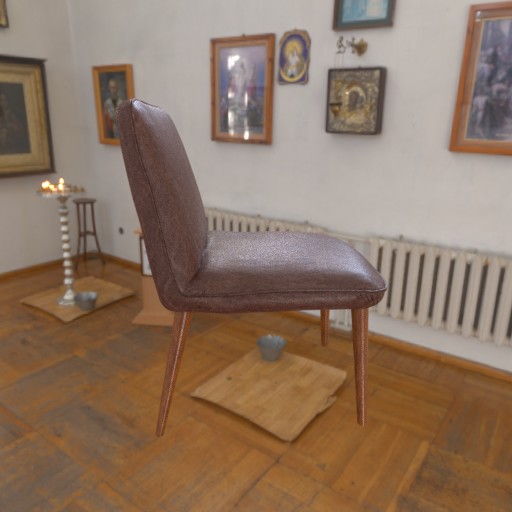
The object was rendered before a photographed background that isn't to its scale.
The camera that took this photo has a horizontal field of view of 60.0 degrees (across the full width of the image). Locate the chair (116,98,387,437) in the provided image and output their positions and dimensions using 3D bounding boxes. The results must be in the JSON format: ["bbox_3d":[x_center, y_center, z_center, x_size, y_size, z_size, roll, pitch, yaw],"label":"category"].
[{"bbox_3d":[0.000,0.000,1.238,0.645,0.803,0.543,-2,16,-9],"label":"chair"}]
